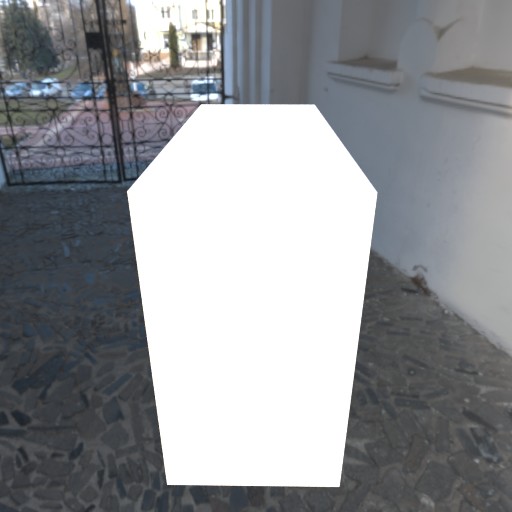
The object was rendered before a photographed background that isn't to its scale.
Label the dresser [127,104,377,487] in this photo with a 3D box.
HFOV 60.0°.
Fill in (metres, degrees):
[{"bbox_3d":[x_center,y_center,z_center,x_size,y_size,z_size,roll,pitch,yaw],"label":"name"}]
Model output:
[{"bbox_3d":[0.000,0.000,1.490,0.460,0.820,1.100,0,27,1],"label":"dresser"}]
